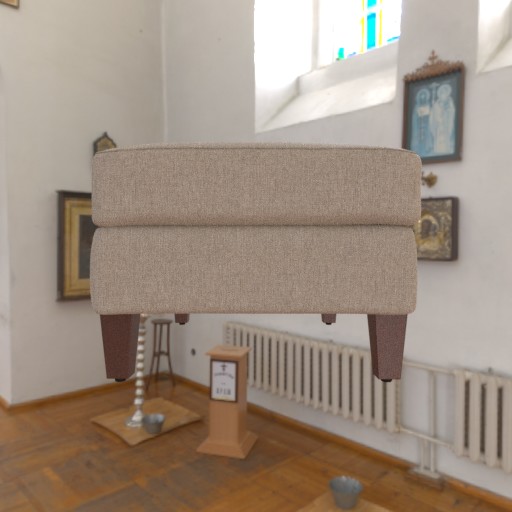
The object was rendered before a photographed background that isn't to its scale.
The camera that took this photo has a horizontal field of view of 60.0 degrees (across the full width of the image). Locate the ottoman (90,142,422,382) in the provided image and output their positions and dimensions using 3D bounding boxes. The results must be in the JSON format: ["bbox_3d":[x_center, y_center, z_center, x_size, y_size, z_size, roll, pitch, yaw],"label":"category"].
[{"bbox_3d":[0.000,0.000,1.297,0.677,0.519,0.898,0,0,0],"label":"ottoman"}]
